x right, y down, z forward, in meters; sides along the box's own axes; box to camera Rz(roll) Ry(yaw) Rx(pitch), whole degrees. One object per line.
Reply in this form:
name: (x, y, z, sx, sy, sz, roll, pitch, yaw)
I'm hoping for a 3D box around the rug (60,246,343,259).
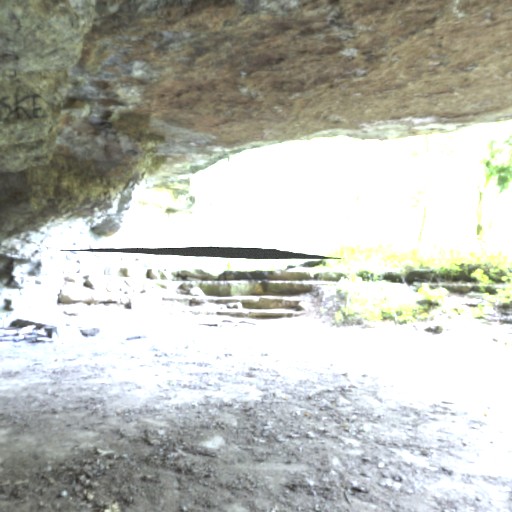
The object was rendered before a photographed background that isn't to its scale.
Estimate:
rug: (0.000, 0.000, 2.741, 0.807, 0.010, 2.476, 0, -1, 18)
